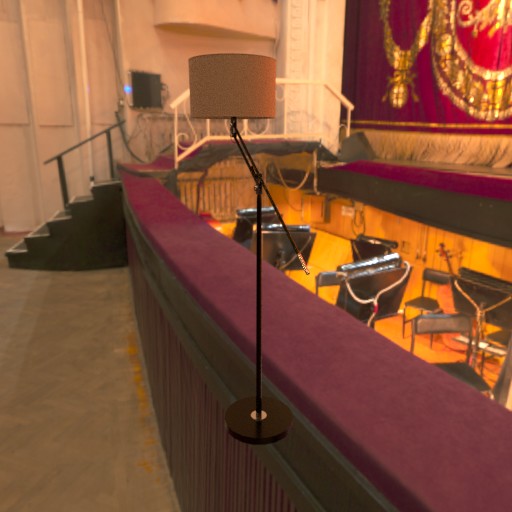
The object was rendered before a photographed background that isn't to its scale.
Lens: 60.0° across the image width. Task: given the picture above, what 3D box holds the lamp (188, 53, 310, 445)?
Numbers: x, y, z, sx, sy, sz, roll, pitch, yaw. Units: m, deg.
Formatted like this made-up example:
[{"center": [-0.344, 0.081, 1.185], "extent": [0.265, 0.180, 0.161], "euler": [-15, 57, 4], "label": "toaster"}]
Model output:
[{"center": [0.000, 0.000, 1.923], "extent": [0.373, 1.635, 0.809], "euler": [-8, 17, -26], "label": "lamp"}]
